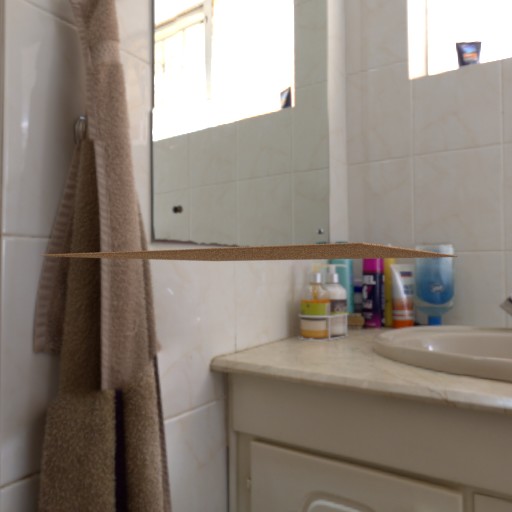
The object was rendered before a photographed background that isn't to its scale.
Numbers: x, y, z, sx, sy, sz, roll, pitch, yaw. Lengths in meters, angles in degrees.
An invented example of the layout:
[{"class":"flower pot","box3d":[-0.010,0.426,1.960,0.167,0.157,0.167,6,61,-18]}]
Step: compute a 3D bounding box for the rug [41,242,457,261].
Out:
[{"class":"rug","box3d":[0.000,0.000,4.103,3.048,0.013,2.439,-1,-2,35]}]
